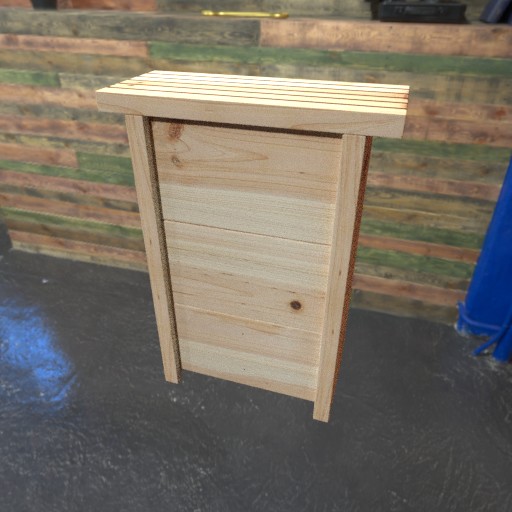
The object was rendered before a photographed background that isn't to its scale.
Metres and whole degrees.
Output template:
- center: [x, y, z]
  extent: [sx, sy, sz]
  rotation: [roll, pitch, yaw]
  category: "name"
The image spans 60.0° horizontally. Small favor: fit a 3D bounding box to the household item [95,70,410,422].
- center: [0.000, 0.000, 0.564]
  extent: [0.301, 0.407, 0.123]
  rotation: [10, 33, 15]
  category: "household item"
